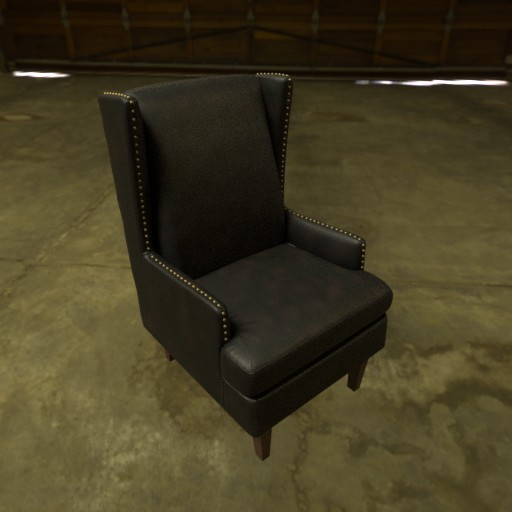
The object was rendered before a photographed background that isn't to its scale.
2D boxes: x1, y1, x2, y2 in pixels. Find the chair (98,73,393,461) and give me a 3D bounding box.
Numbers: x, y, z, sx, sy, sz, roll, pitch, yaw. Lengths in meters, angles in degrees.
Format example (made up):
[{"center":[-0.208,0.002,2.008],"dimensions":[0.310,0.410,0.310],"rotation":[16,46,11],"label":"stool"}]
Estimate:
[{"center":[0.000,0.000,1.624],"dimensions":[0.703,1.142,0.799],"rotation":[-23,37,-33],"label":"chair"}]
